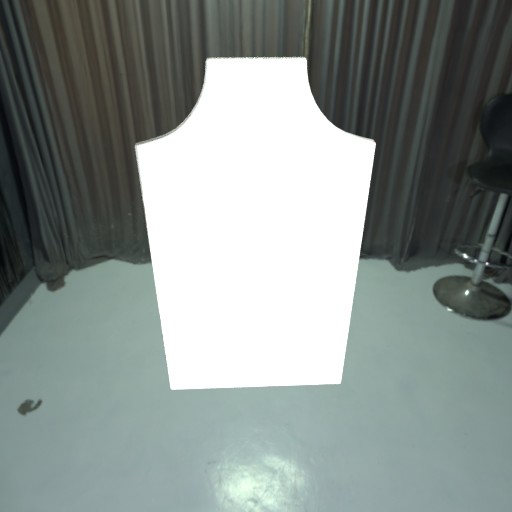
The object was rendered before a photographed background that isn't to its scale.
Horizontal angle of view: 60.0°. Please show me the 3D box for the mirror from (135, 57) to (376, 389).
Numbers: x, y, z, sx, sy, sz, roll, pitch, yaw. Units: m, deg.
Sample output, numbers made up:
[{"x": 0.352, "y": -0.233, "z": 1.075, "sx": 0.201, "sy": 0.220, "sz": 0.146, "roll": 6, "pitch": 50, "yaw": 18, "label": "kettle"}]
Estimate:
[{"x": 0.000, "y": 0.000, "z": 0.870, "sx": 0.403, "sy": 0.717, "sz": 0.022, "roll": -1, "pitch": 32, "yaw": -2, "label": "mirror"}]
